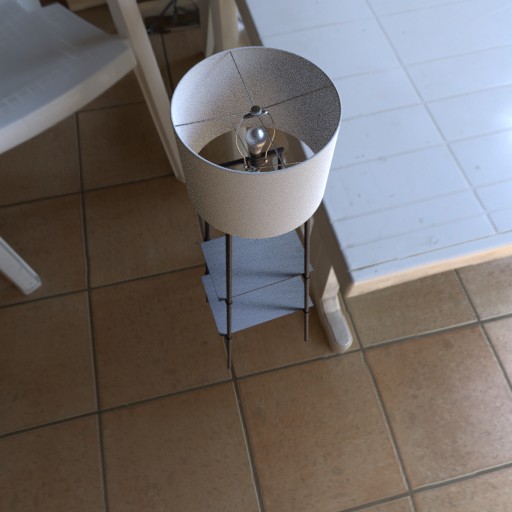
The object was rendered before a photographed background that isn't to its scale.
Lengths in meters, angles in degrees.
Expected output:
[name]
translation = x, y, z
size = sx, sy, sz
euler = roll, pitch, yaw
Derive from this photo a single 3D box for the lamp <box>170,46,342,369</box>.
[lamp]
translation = 0.000, 0.000, 1.626
size = 0.427, 1.474, 0.384
euler = -17, 65, -9
